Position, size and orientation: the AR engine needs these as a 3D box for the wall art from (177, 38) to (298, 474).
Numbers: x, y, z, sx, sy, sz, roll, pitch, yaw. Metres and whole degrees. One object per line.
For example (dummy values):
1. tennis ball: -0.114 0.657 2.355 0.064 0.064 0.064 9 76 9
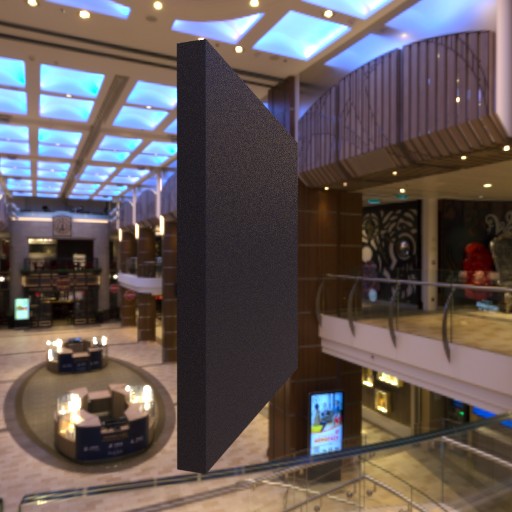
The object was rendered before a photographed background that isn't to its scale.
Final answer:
1. wall art: 0.000 0.000 0.763 0.038 0.507 0.507 0 0 18
